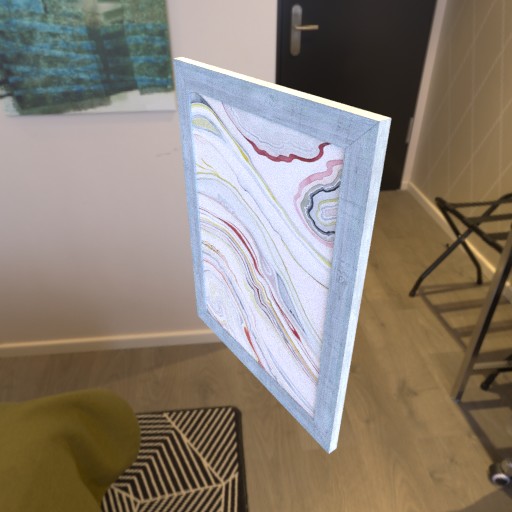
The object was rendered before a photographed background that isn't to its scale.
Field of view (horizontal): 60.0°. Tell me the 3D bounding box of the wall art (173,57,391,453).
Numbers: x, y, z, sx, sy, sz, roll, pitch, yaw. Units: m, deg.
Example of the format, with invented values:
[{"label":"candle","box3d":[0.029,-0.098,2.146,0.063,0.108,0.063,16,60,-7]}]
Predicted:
[{"label":"wall art","box3d":[0.000,0.000,0.817,0.020,0.613,0.481,-22,39,-30]}]
